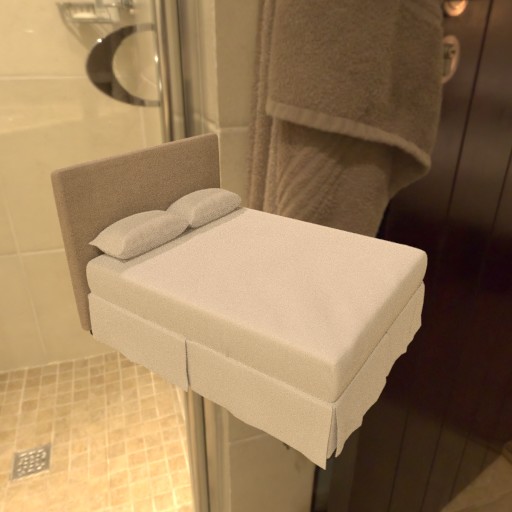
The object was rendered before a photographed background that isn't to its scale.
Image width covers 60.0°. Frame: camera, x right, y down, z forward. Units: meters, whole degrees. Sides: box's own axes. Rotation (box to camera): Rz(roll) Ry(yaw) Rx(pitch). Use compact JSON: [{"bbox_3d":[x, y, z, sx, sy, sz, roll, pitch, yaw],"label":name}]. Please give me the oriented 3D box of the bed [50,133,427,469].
[{"bbox_3d":[0.000,0.000,3.234,2.162,1.330,1.713,17,30,31],"label":"bed"}]
